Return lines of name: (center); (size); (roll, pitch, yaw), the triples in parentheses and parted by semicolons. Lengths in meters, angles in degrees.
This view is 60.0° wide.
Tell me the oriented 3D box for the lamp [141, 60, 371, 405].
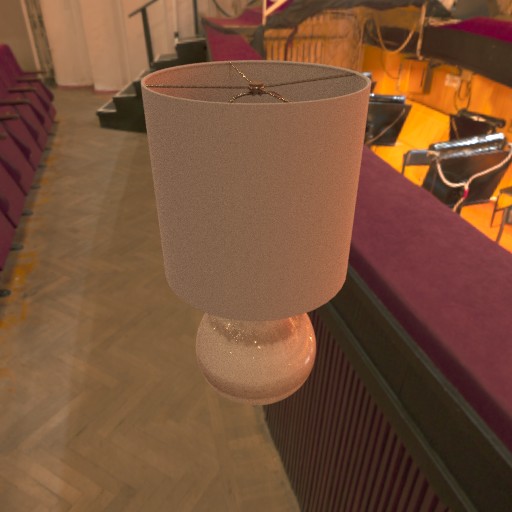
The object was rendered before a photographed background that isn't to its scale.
lamp: (0.000, 0.000, 0.532); (0.217, 0.404, 0.217); (-9, 33, -14)
